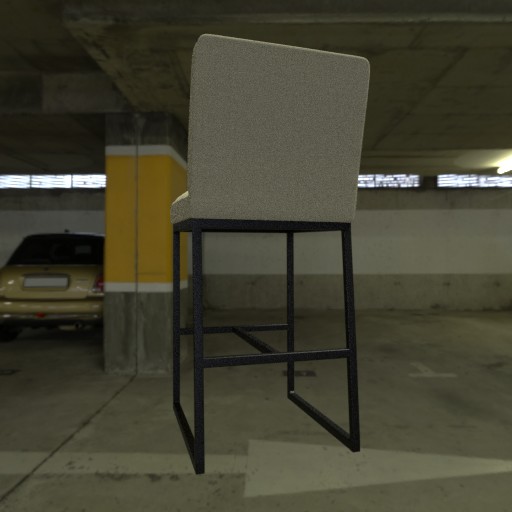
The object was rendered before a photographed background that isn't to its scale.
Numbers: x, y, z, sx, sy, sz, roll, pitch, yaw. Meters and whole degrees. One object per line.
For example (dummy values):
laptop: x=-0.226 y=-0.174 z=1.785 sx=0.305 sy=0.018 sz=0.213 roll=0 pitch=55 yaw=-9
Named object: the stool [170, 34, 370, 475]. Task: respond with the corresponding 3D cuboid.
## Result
stool: x=0.000 y=0.000 z=1.337 sx=0.460 sy=1.040 sz=0.560 roll=0 pitch=-1 yaw=-17
